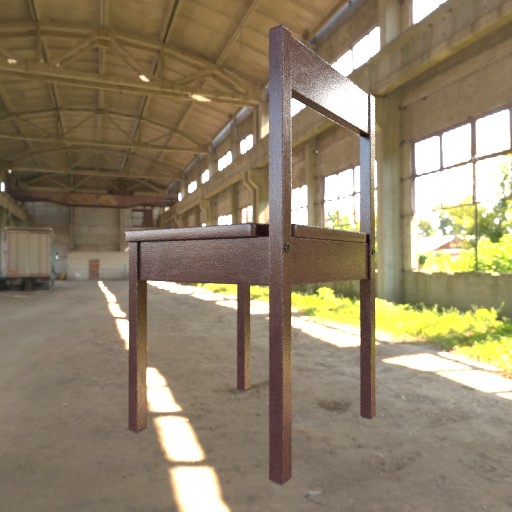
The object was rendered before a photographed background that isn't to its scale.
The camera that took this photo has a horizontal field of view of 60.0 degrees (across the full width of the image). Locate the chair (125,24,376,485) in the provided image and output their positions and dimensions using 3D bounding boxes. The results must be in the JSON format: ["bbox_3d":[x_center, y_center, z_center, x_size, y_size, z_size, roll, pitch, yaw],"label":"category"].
[{"bbox_3d":[0.000,0.000,0.887,0.361,0.668,0.367,-1,-1,36],"label":"chair"}]
